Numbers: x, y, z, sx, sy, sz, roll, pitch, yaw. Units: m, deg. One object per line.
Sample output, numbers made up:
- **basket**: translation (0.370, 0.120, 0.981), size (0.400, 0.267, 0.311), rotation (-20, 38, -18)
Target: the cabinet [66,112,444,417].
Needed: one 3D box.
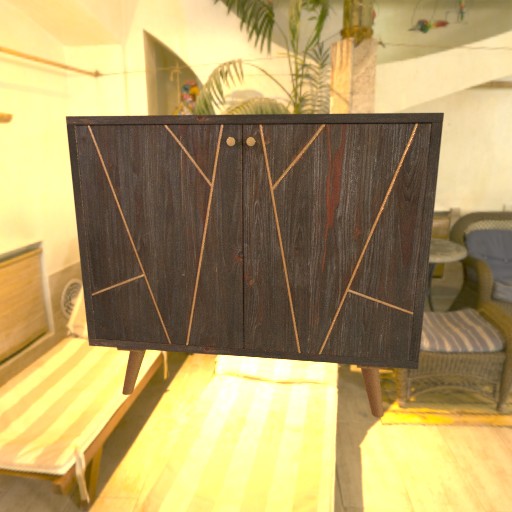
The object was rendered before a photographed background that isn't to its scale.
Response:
- **cabinet**: translation (0.000, 0.000, 1.517), size (1.023, 0.897, 0.529), rotation (2, 15, 8)
